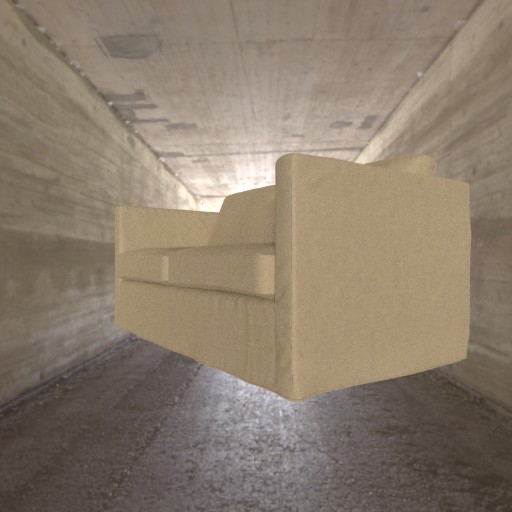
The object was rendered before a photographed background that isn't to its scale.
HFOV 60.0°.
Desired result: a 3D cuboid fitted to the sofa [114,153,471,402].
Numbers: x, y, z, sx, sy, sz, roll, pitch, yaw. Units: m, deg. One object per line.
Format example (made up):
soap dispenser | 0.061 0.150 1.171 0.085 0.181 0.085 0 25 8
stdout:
sofa | 0.000 0.000 2.207 0.962 0.835 1.719 0 0 -34
